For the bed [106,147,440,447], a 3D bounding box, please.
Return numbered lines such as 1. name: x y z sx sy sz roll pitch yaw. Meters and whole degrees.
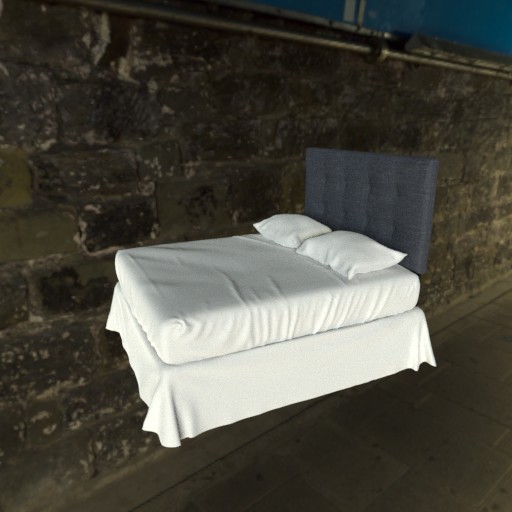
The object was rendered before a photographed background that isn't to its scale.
1. bed: 0.000 0.000 3.546 2.222 1.577 1.936 -8 18 -24
